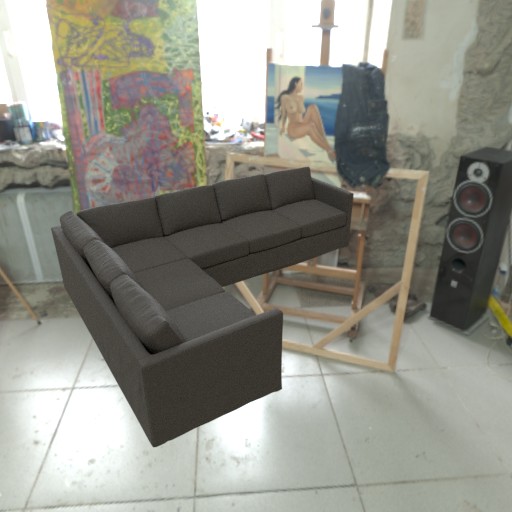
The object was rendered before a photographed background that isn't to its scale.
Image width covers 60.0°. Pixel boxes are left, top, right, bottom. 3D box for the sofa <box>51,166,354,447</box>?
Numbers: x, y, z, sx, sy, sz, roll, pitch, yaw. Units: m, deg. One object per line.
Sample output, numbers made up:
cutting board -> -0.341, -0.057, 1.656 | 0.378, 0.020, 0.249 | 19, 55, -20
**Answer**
sofa -> 0.000, 0.000, 4.288 | 3.182, 0.871, 2.432 | -17, 32, -30
